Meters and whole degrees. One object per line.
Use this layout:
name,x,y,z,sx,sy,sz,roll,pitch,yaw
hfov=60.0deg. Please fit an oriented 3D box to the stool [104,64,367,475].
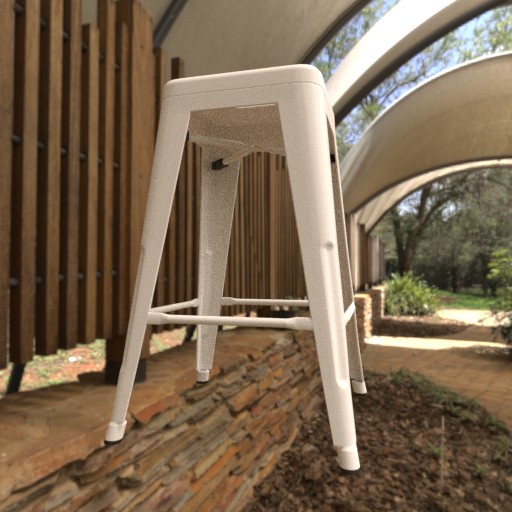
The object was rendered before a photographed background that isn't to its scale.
stool,0.000,0.000,0.858,0.406,0.610,0.406,0,-1,15
